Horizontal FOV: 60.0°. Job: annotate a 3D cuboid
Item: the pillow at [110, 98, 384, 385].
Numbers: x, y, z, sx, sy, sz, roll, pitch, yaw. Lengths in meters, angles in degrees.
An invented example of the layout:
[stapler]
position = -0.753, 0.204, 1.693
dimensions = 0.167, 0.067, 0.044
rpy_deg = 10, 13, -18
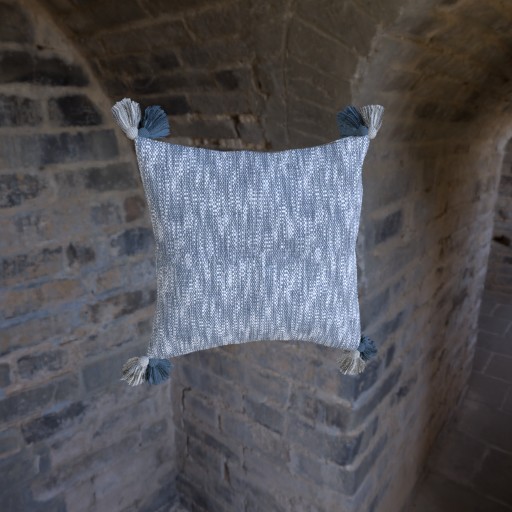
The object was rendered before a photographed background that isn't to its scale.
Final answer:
[pillow]
position = 0.000, 0.000, 0.943
dimensions = 0.614, 0.634, 0.138
rpy_deg = -2, 16, -8
